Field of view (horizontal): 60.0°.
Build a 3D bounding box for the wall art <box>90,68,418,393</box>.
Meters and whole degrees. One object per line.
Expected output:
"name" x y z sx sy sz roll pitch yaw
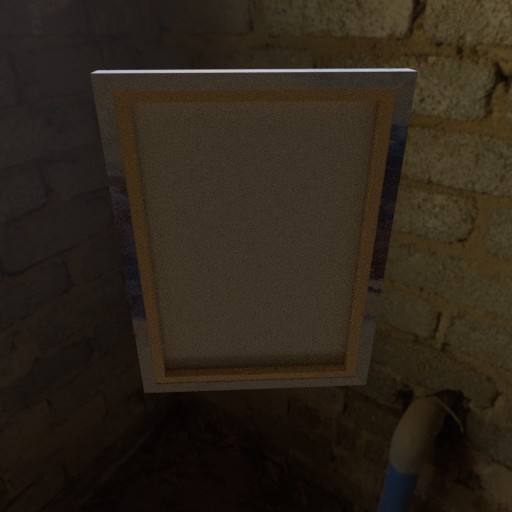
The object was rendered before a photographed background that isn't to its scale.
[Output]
"wall art" 0.000 0.000 0.748 0.437 0.581 0.036 -1 29 -2
